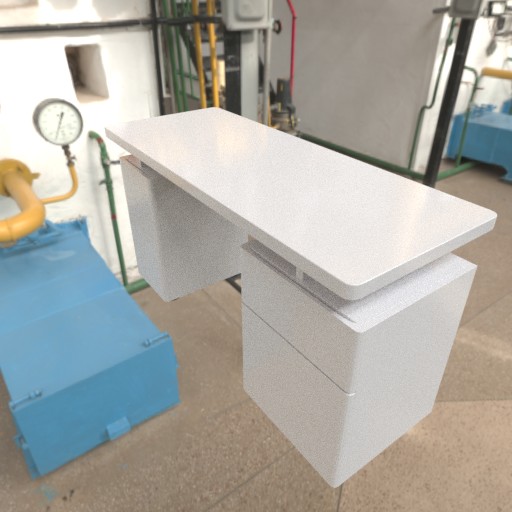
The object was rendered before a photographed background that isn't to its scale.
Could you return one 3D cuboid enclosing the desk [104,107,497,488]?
[{"bbox_3d":[0.000,0.000,1.689,0.550,0.762,1.400,-21,38,-30],"label":"desk"}]
